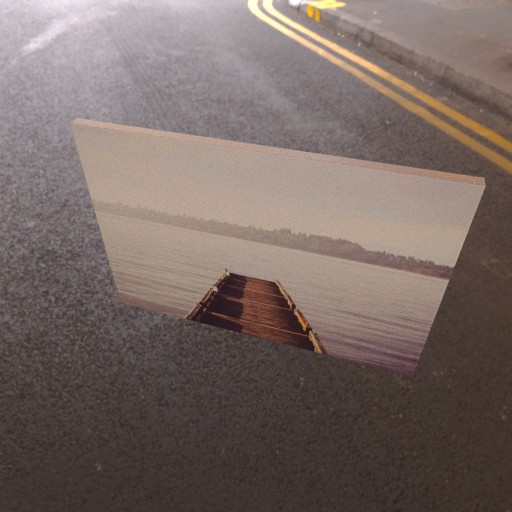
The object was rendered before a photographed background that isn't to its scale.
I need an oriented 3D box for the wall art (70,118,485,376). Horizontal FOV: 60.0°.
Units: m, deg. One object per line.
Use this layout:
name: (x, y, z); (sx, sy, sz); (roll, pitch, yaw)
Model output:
wall art: (0.000, 0.000, 0.770); (0.615, 0.410, 0.021); (12, 42, 14)
